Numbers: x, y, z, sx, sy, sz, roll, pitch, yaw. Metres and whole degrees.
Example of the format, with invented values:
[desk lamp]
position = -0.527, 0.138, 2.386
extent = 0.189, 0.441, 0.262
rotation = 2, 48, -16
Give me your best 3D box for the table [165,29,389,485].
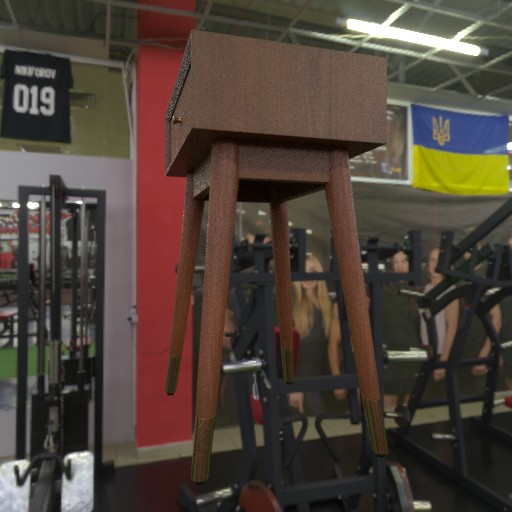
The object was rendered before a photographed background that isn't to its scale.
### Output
[table]
position = 0.000, 0.000, 0.809
extent = 0.300, 0.599, 0.406
rotation = 0, 0, -17
